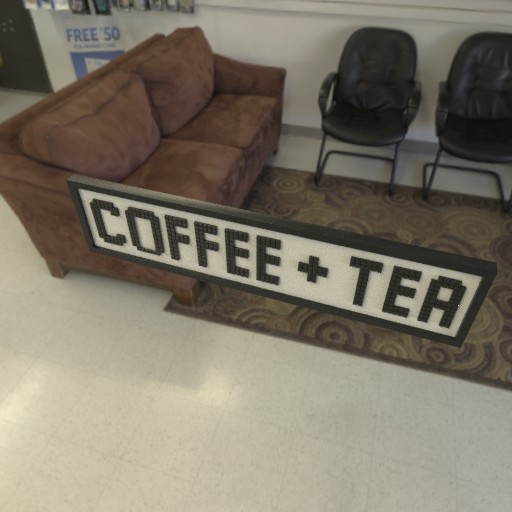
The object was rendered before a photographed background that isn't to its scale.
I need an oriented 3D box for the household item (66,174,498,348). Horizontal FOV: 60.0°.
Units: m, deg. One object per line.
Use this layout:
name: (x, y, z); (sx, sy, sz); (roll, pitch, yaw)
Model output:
household item: (0.000, 0.000, 1.070); (1.001, 0.236, 0.030); (13, 43, 15)
